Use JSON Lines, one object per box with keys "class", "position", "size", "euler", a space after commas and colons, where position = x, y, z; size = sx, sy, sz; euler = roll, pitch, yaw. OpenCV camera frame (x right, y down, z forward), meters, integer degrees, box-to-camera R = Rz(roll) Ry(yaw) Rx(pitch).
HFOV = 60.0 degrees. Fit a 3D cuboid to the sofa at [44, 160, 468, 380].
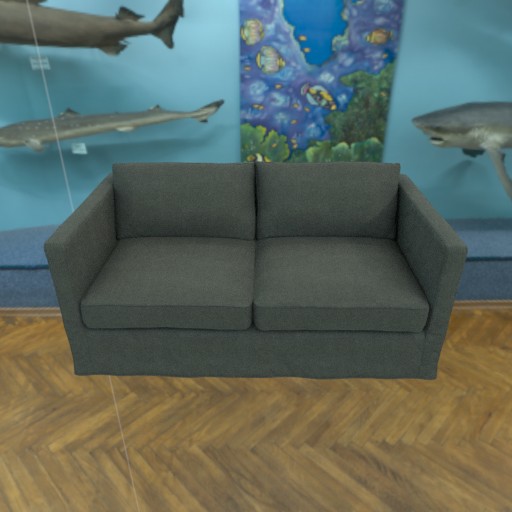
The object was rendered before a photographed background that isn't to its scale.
{"class": "sofa", "position": [0.000, 0.000, 2.366], "size": [1.802, 0.854, 0.974], "euler": [0, 29, 1]}
